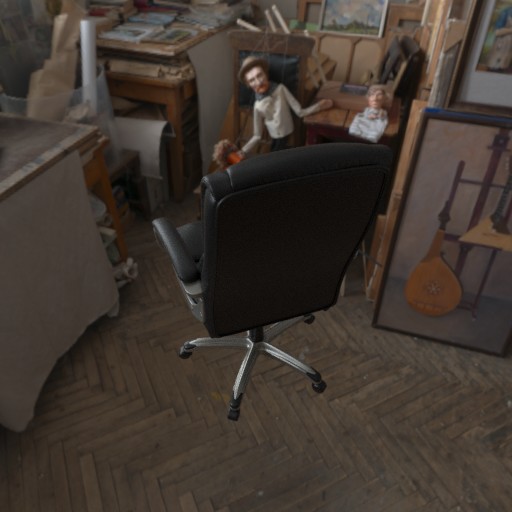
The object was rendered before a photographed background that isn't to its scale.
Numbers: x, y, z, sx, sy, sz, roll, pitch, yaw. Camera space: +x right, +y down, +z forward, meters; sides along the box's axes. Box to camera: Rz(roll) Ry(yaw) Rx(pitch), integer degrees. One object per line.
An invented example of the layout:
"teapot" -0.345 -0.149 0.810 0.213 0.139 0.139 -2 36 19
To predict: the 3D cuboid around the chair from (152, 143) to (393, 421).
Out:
"chair" 0.000 0.000 1.615 0.663 1.155 0.739 -13 42 -15
